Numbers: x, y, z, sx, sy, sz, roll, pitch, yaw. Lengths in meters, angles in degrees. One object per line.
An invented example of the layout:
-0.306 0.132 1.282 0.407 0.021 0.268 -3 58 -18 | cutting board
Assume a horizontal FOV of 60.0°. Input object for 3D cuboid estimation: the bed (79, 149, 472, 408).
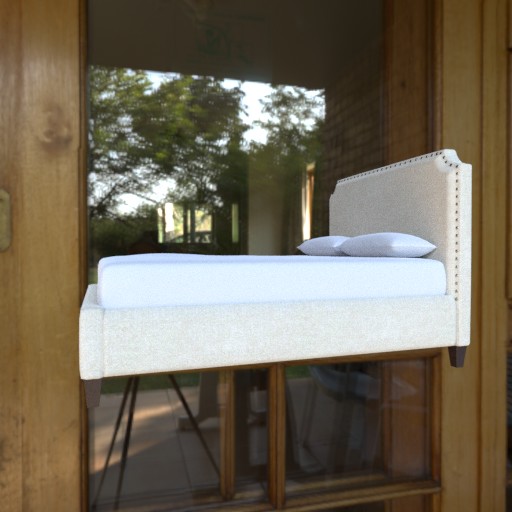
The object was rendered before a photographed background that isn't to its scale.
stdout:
0.000 0.000 3.297 2.381 1.457 1.713 0 1 -19 | bed
